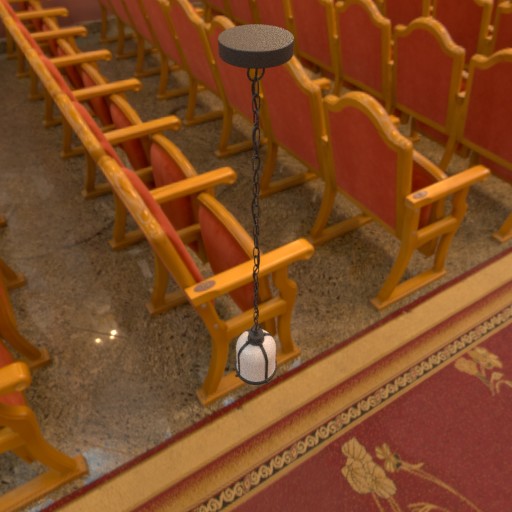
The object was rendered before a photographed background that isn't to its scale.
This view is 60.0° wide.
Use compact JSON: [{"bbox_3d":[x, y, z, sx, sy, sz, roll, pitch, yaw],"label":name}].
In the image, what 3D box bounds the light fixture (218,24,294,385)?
[{"bbox_3d":[0.000,0.000,1.263,0.178,1.181,0.178,-23,50,-22],"label":"light fixture"}]
